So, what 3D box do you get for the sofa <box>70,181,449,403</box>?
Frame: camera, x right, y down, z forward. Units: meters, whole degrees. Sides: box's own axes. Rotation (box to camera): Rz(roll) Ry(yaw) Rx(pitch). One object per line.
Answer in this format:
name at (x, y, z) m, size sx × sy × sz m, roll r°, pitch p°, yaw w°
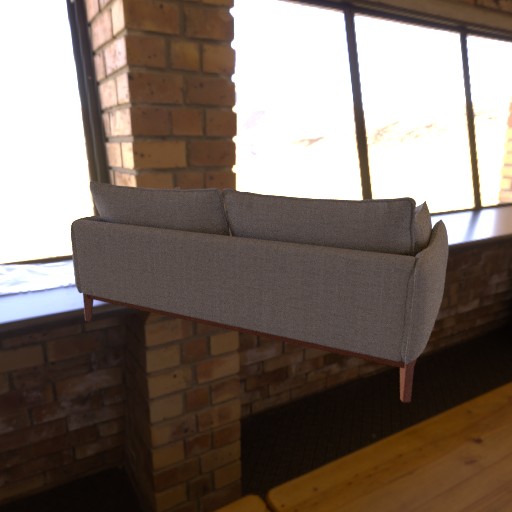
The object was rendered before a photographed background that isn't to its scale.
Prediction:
sofa at (0.000, 0.000, 2.544) m, size 1.989 × 0.851 × 0.972 m, roll 7°, pitch 16°, yaw 27°
